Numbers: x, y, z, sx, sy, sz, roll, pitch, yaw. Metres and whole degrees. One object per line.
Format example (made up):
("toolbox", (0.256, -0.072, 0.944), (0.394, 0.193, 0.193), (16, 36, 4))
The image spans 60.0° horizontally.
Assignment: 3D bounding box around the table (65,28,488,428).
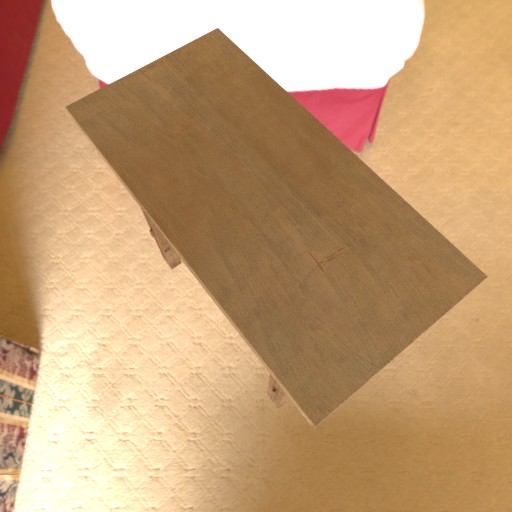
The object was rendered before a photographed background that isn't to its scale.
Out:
("table", (0.000, 0.000, 1.603), (0.556, 0.914, 1.119), (-35, 70, -15))
